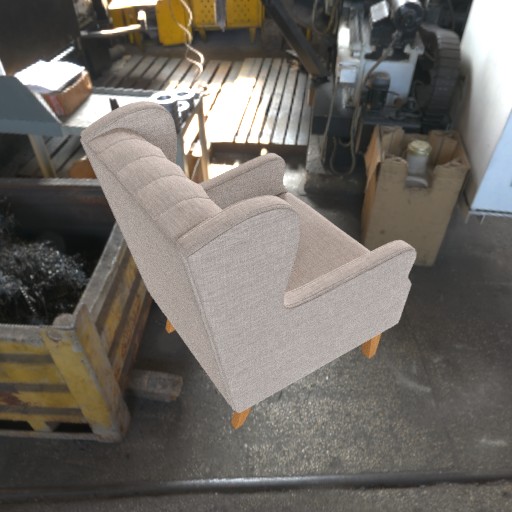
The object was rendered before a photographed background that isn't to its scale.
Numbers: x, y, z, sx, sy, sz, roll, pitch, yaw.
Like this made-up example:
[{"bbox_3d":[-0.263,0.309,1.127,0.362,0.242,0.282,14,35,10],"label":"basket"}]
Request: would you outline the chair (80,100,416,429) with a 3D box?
[{"bbox_3d":[0.000,0.000,1.468,0.760,0.930,0.710,-25,48,-25],"label":"chair"}]
